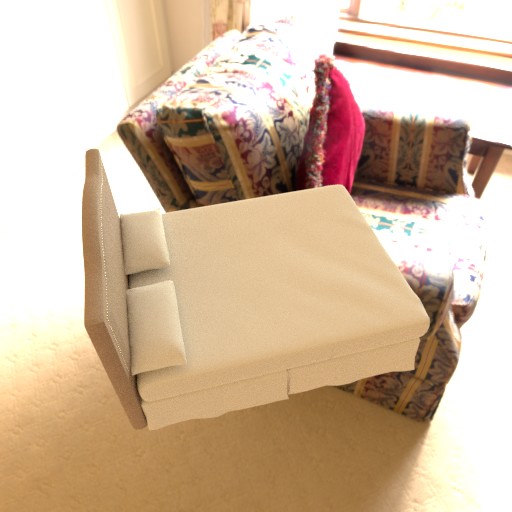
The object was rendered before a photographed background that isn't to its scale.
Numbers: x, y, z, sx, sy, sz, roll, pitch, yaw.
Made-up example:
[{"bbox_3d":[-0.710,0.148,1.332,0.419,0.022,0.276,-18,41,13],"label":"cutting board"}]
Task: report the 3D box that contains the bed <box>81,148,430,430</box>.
[{"bbox_3d":[0.000,0.000,3.507,2.282,1.436,1.821,-11,47,-10],"label":"bed"}]
